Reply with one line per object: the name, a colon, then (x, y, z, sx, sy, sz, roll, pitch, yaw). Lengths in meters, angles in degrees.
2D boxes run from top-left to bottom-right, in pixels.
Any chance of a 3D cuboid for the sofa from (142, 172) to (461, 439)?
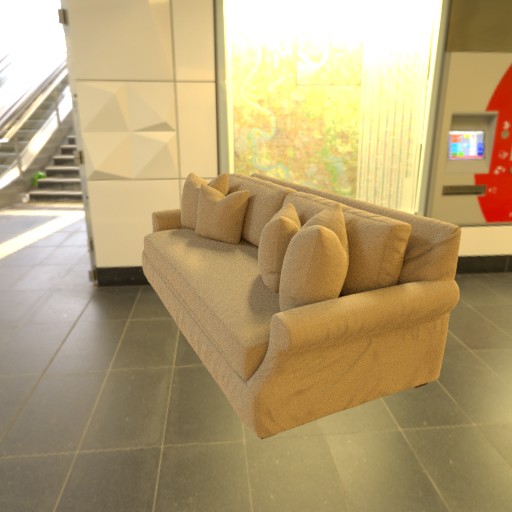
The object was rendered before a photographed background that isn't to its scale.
sofa: (0.000, 0.000, 2.814, 1.067, 0.904, 2.285, -8, 19, -24)
